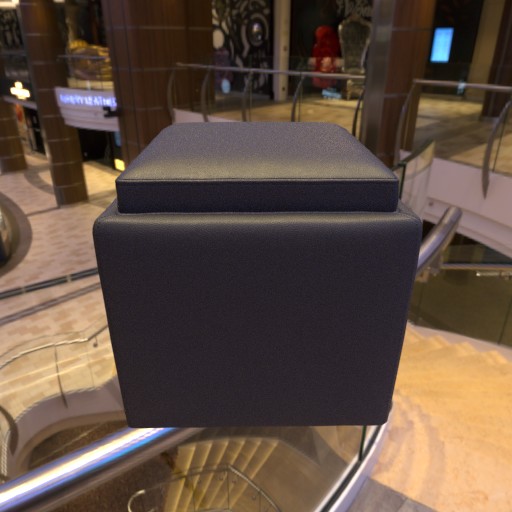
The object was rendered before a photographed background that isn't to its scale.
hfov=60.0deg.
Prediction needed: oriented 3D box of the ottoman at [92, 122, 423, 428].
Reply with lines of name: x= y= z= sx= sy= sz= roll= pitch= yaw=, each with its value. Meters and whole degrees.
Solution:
ottoman: x=0.000 y=0.000 z=0.840 sx=0.450 sy=0.460 sz=0.451 roll=0 pitch=26 yaw=-1
